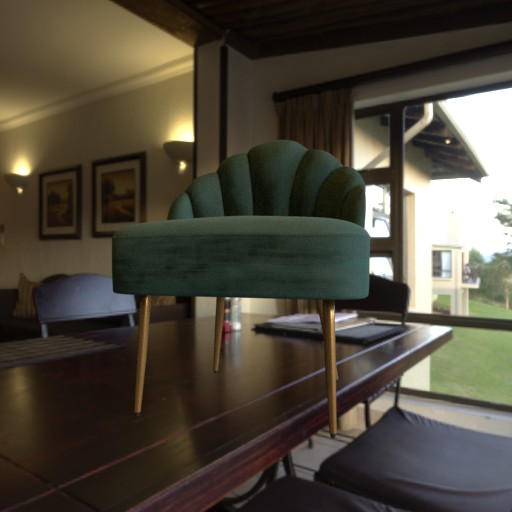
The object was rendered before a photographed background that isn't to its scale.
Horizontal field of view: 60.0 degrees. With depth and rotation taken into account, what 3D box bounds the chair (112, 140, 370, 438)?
[{"bbox_3d":[0.000,0.000,1.294,0.657,0.819,0.599,0,0,16],"label":"chair"}]
